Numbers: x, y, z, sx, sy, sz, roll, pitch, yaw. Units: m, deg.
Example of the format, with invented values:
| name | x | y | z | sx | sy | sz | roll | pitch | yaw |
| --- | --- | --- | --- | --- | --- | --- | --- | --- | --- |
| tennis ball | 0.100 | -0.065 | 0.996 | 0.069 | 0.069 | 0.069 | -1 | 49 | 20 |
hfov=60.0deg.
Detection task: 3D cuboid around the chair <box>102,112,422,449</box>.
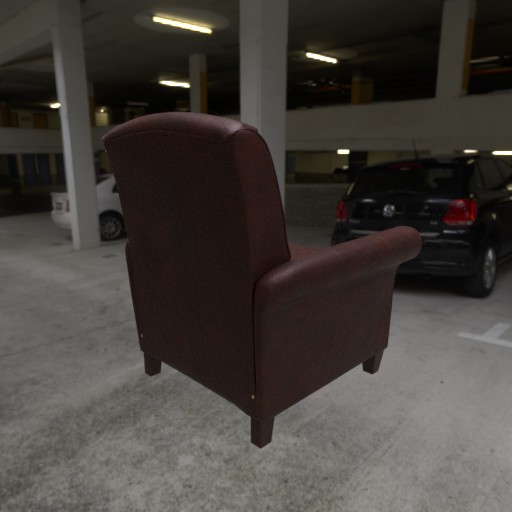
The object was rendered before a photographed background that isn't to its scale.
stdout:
| name | x | y | z | sx | sy | sz | roll | pitch | yaw |
| --- | --- | --- | --- | --- | --- | --- | --- | --- | --- |
| chair | 0.000 | 0.000 | 1.791 | 0.902 | 1.061 | 0.978 | -13 | 19 | -43 |
